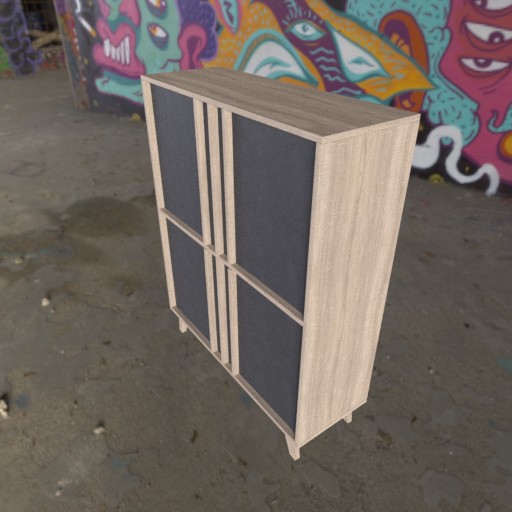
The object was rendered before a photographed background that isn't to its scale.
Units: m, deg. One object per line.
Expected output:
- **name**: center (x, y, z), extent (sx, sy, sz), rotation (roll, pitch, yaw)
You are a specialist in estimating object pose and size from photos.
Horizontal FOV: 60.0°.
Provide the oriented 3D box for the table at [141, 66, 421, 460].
- **table**: center (0.000, 0.000, 1.952), extent (0.398, 1.388, 1.111), rotation (-21, 37, -30)
